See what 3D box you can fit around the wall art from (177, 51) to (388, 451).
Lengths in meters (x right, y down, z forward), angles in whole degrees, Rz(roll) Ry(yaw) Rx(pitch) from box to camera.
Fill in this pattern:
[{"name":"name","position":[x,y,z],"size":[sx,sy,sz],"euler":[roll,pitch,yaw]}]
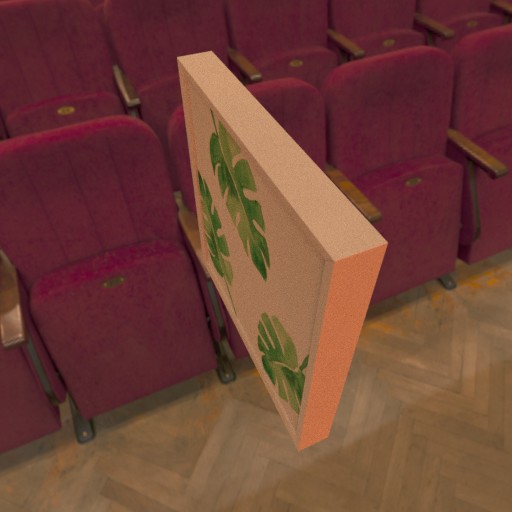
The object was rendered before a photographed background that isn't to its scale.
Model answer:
[{"name":"wall art","position":[0.000,0.000,0.467],"size":[0.038,0.305,0.305],"euler":[-18,50,-16]}]
